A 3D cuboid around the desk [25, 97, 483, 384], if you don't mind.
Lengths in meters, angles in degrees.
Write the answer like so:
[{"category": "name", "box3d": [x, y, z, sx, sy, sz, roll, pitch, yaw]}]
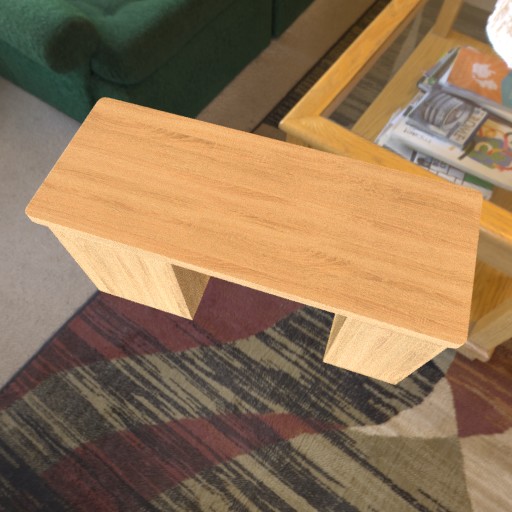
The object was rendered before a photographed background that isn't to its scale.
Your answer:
[{"category": "desk", "box3d": [0.000, 0.000, 1.778, 1.400, 0.760, 0.550, 16, 64, 8]}]
